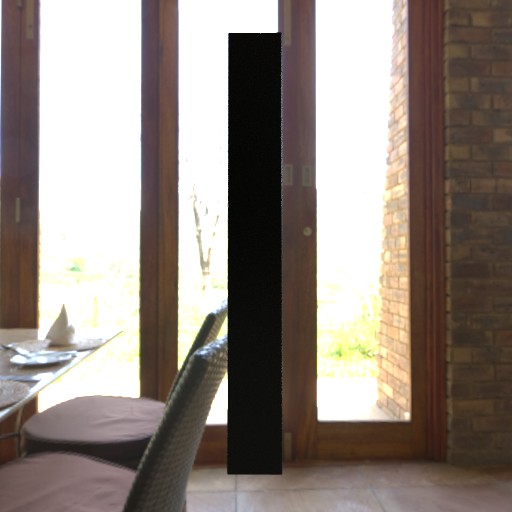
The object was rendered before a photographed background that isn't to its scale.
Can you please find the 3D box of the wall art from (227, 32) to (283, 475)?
[{"bbox_3d":[0.000,0.000,0.449,0.037,0.299,0.299,0,-1,0],"label":"wall art"}]
